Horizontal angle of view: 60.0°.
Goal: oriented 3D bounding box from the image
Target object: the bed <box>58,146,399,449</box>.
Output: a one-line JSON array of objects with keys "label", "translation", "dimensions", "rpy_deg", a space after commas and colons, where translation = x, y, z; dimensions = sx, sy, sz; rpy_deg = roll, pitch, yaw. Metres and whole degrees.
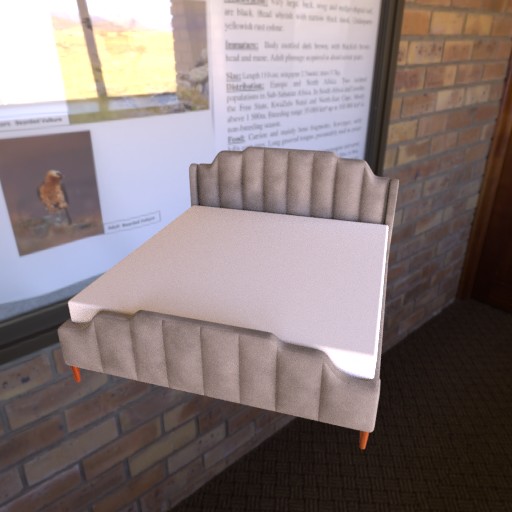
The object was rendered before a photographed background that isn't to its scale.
[{"label": "bed", "translation": [0.000, 0.000, 3.559], "dimensions": [2.074, 1.245, 2.340], "rpy_deg": [7, 27, 15]}]
